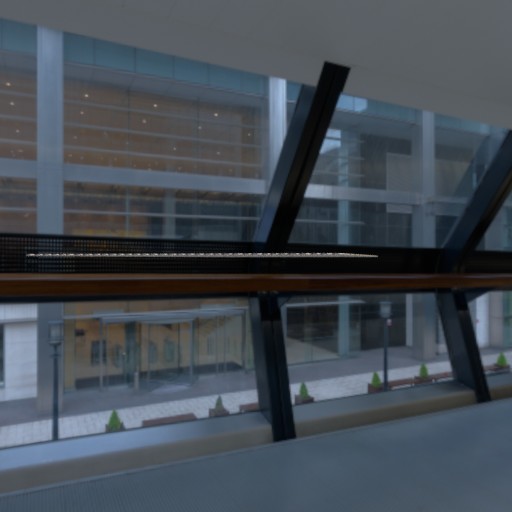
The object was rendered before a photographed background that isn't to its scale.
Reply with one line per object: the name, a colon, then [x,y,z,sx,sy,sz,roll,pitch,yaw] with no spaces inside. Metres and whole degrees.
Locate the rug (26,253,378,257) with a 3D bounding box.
rug: [0.000,0.000,2.447,1.196,0.008,2.006,0,0,19]
